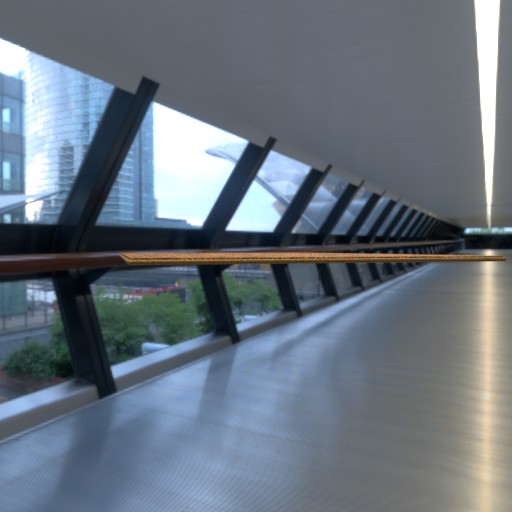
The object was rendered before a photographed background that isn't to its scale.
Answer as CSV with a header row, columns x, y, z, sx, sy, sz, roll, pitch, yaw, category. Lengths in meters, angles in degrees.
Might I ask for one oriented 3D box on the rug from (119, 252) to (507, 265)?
x,y,z,sx,sy,sz,roll,pitch,yaw,category
0.000,0.000,2.728,1.588,0.024,2.204,0,1,-18,rug
